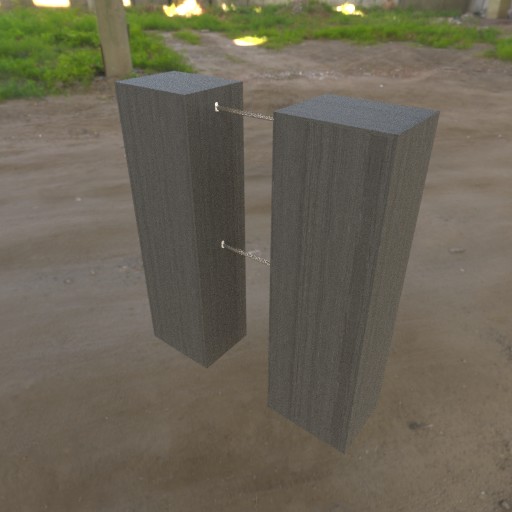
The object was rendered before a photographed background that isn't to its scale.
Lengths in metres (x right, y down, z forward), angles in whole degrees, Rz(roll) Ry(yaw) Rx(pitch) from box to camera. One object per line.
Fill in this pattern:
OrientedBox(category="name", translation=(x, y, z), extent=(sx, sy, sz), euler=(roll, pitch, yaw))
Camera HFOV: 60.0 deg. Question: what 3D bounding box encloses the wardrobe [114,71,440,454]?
OrientedBox(category="wardrobe", translation=(0.000, 0.000, 2.860), extent=(1.770, 2.000, 0.480), euler=(22, 38, 32))
